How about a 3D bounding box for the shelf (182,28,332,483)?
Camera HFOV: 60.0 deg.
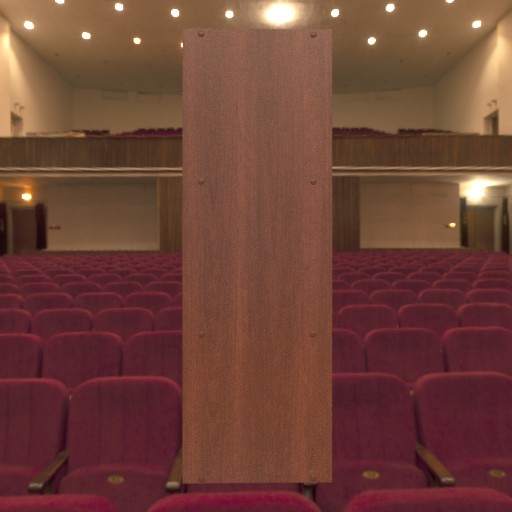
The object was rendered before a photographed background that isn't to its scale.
[{"bbox_3d":[0.000,0.000,1.063,0.290,0.879,0.414,0,0,-1],"label":"shelf"}]
